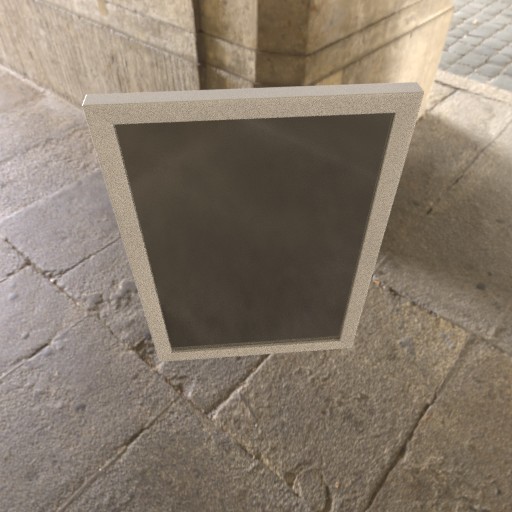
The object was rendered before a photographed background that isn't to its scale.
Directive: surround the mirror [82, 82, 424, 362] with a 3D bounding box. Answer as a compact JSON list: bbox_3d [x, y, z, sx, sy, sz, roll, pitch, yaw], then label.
[{"bbox_3d":[0.000,0.000,0.923,0.507,0.710,0.040,-3,46,-3],"label":"mirror"}]
